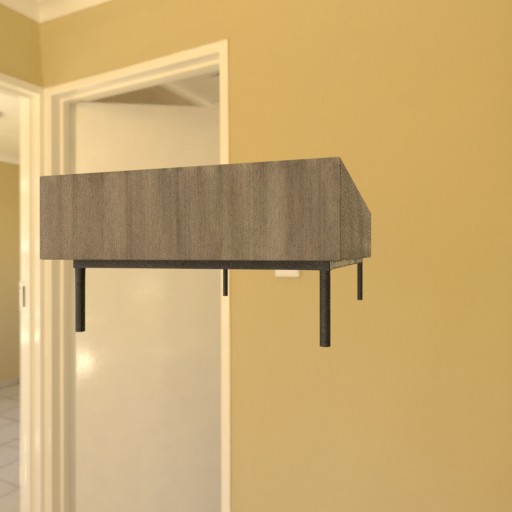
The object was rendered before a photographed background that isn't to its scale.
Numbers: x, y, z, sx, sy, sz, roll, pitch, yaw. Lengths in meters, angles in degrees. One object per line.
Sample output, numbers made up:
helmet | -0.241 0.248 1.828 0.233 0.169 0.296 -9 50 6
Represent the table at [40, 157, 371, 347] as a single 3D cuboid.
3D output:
table | 0.000 0.000 1.378 0.643 0.347 1.088 0 0 17
